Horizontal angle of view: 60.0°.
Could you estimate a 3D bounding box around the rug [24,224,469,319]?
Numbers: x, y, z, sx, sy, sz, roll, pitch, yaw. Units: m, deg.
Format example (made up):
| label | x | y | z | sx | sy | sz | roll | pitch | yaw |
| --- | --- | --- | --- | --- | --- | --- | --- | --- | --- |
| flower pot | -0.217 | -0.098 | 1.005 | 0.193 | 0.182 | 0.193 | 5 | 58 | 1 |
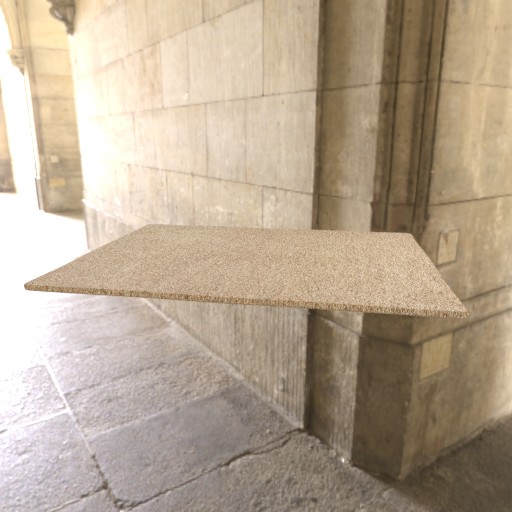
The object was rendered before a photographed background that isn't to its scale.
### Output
| label | x | y | z | sx | sy | sz | roll | pitch | yaw |
| --- | --- | --- | --- | --- | --- | --- | --- | --- | --- |
| rug | 0.000 | 0.000 | 2.119 | 1.600 | 0.025 | 1.199 | 3 | 16 | 10 |
